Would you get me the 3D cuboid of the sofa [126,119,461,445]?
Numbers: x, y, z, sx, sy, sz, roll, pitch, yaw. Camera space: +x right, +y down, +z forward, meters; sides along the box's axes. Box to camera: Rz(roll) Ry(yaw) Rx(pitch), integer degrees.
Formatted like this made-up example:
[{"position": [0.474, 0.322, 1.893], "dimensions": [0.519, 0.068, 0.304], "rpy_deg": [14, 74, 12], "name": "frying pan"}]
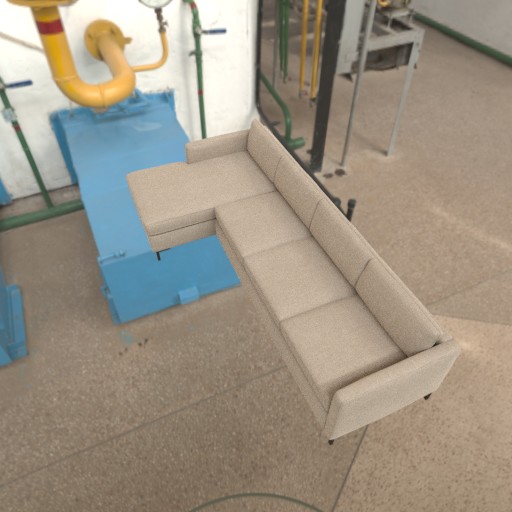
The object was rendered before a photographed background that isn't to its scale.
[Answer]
[{"position": [0.000, 0.000, 3.534], "dimensions": [1.469, 0.816, 2.923], "rpy_deg": [-18, 49, -16], "name": "sofa"}]
